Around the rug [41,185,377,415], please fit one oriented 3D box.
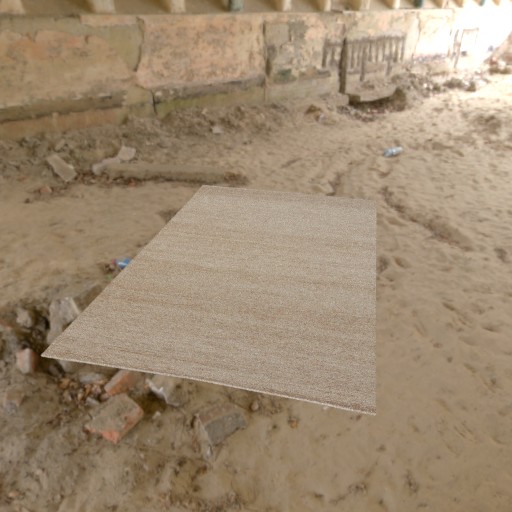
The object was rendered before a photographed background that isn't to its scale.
[{"bbox_3d":[0.000,0.000,2.962,1.574,0.029,2.346,7,30,12],"label":"rug"}]
